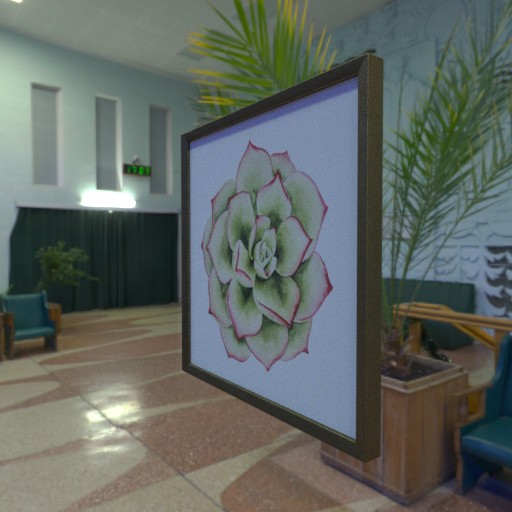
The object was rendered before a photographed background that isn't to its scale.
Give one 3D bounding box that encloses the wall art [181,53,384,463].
[{"bbox_3d":[0.000,0.000,0.757,0.031,0.506,0.503,-1,2,-36],"label":"wall art"}]
